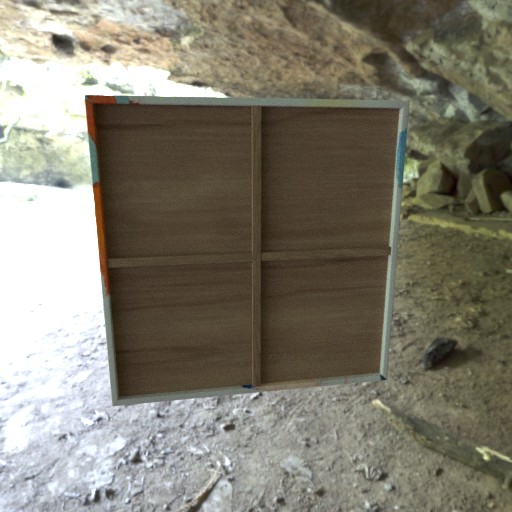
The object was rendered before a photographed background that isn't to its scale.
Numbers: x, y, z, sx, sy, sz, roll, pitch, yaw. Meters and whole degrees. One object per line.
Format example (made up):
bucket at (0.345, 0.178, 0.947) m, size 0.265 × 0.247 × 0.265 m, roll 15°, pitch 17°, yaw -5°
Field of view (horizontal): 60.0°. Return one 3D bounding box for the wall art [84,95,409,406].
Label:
wall art at (0.000, 0.000, 1.511) m, size 1.017 × 1.017 × 0.044 m, roll -2°, pitch 14°, yaw -10°
